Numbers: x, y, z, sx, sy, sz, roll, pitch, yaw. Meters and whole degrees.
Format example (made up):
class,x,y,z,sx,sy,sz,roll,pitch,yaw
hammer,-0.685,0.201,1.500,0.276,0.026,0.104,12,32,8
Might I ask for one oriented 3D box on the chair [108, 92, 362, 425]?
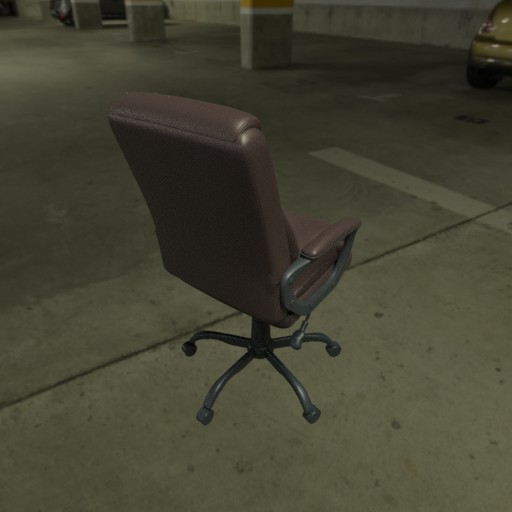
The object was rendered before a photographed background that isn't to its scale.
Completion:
class,x,y,z,sx,sy,sz,roll,pitch,yaw
chair,0.000,0.000,1.454,0.615,1.072,0.655,22,37,32
